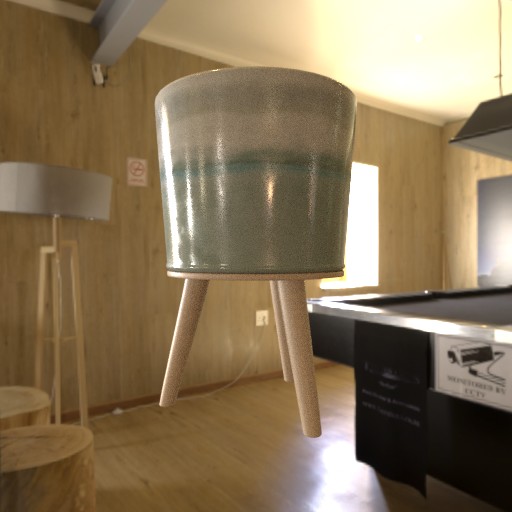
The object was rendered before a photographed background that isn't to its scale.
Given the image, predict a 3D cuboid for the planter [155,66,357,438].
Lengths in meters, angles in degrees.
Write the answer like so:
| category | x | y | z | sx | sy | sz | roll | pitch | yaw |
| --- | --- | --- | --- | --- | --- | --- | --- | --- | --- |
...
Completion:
| category | x | y | z | sx | sy | sz | roll | pitch | yaw |
| --- | --- | --- | --- | --- | --- | --- | --- | --- | --- |
| planter | 0.000 | 0.000 | 0.597 | 0.265 | 0.404 | 0.265 | 0 | 1 | -19 |
